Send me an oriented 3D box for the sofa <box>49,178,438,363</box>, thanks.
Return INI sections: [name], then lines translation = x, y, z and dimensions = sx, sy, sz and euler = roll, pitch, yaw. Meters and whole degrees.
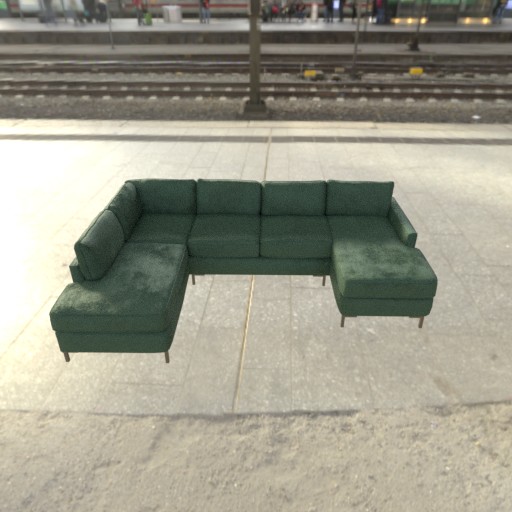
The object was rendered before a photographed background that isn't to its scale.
[sofa]
translation = 0.000, 0.000, 4.026
dimensions = 2.994, 0.861, 1.992
euler = 0, 30, 1
